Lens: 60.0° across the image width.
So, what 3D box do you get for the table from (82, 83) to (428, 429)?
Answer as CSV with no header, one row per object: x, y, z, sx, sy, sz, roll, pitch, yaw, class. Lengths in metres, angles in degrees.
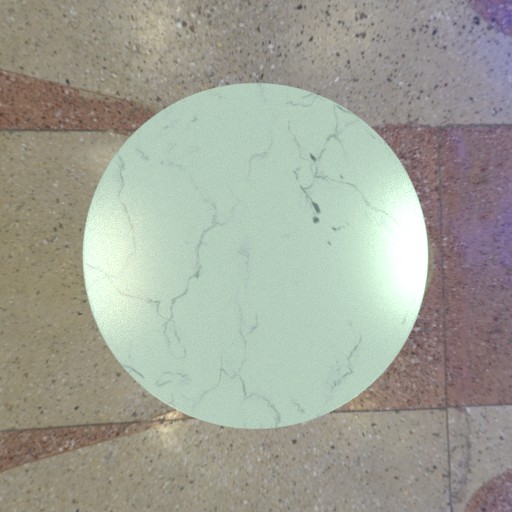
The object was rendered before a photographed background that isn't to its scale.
0.000,0.000,0.849,0.500,0.420,0.500,0,90,0,table
